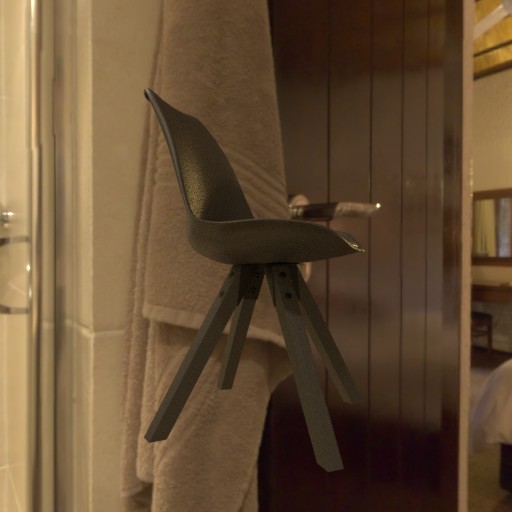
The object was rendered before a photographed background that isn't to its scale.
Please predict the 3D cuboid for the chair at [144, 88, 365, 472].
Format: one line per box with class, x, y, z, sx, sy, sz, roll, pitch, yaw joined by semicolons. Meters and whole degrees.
chair;0.000;0.000;1.155;0.550;0.850;0.485;0;1;19
